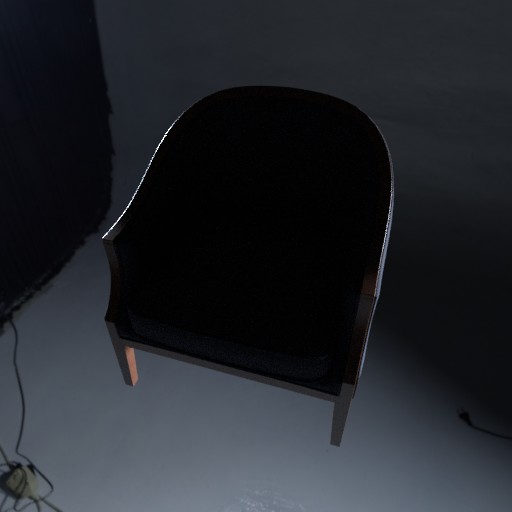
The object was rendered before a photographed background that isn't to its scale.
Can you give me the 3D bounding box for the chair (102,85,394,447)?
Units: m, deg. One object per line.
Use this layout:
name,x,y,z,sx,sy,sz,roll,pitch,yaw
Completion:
chair,0.000,0.000,1.471,0.803,0.876,0.735,11,41,13
